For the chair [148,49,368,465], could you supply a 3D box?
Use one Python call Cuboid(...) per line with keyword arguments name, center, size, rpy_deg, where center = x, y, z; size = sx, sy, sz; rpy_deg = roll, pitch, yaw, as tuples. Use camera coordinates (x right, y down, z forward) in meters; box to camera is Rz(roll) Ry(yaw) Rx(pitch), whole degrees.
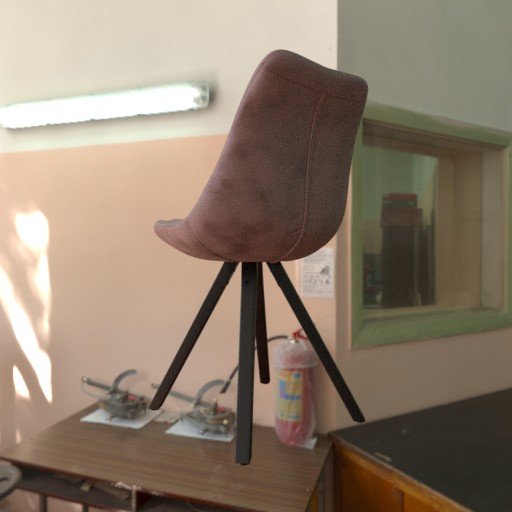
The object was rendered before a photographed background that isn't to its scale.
Cuboid(name="chair", center=(0.000, 0.000, 1.202), size=(0.483, 0.865, 0.547), rpy_deg=(-1, 1, -38))
